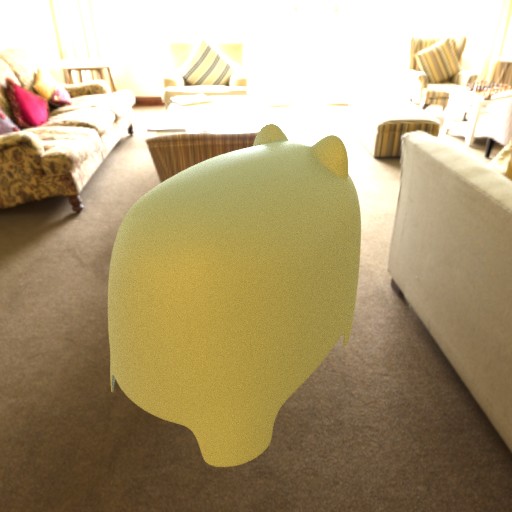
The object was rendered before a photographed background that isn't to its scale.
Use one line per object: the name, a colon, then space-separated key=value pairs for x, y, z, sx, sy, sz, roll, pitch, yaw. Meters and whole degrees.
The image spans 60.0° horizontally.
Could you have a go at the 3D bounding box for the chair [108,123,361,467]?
chair: x=0.000 y=0.000 z=0.848 sx=0.364 sy=0.423 sz=0.619 roll=21 pitch=37 yaw=31
